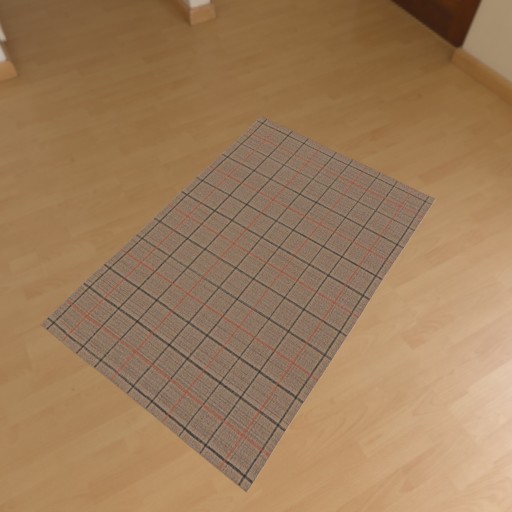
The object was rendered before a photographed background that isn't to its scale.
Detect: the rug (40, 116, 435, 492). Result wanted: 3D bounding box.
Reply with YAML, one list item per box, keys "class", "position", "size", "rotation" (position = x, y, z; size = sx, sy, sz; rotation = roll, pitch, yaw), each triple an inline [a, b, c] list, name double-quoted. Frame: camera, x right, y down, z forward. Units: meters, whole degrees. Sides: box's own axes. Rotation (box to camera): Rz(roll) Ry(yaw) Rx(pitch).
- class: "rug"
  position: [0.000, 0.000, 2.323]
  size: [1.220, 0.013, 1.829]
  rotation: [31, 62, 18]
